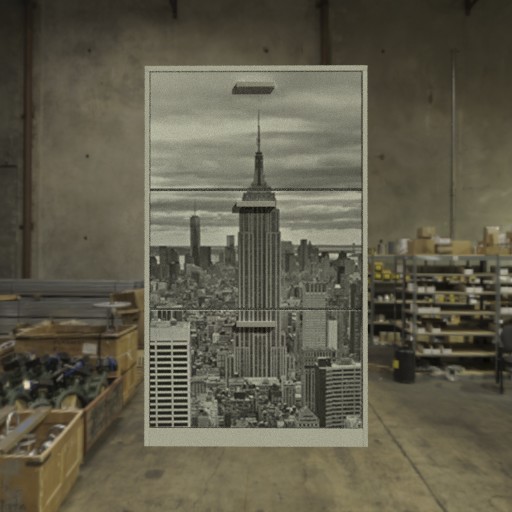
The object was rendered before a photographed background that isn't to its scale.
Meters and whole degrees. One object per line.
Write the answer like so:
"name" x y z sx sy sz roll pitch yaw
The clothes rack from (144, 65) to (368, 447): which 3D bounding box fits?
"clothes rack" 0.000 0.000 1.600 0.750 1.280 0.250 0 0 0
